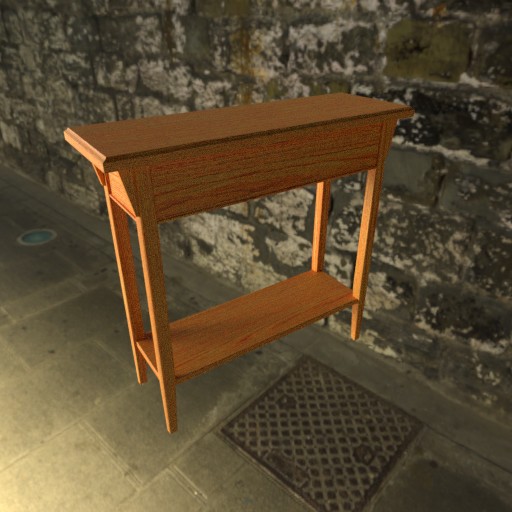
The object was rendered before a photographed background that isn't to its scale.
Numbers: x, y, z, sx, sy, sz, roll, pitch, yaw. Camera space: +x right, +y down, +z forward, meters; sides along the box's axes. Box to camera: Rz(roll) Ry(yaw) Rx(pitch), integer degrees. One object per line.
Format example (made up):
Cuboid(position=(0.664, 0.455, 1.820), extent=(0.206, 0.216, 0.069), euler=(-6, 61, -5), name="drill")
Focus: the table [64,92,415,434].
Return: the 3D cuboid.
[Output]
Cuboid(position=(0.000, 0.000, 1.156), extent=(0.762, 0.711, 0.254), euler=(-18, 34, -29), name="table")
